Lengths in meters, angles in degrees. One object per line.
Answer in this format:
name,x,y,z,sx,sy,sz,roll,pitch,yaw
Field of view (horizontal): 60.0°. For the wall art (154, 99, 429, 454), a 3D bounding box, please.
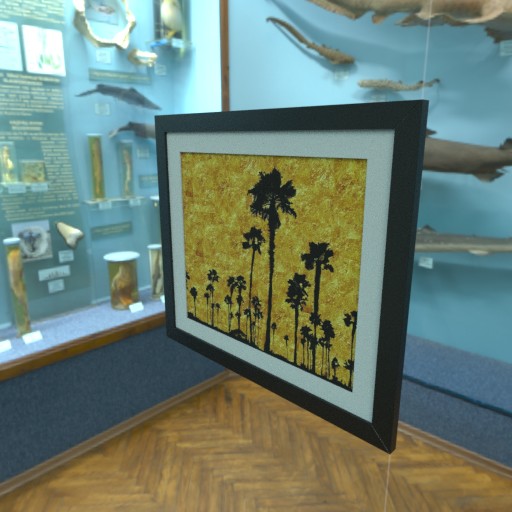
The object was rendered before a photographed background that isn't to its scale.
wall art,0.000,0.000,0.527,0.383,0.332,0.012,14,20,43
